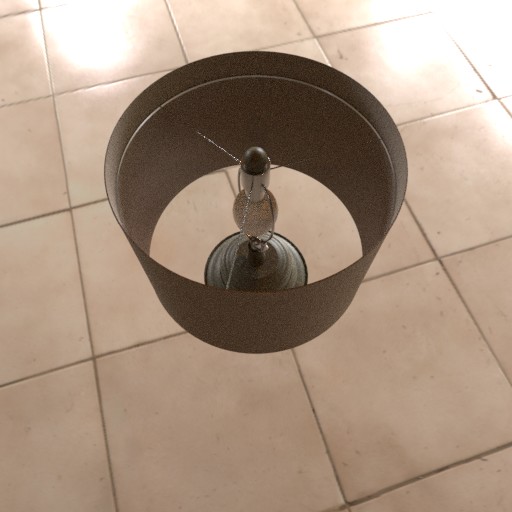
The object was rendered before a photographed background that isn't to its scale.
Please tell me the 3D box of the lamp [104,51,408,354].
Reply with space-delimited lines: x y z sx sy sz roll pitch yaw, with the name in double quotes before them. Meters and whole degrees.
"lamp" 0.000 0.000 0.682 0.318 0.486 0.318 0 63 0
